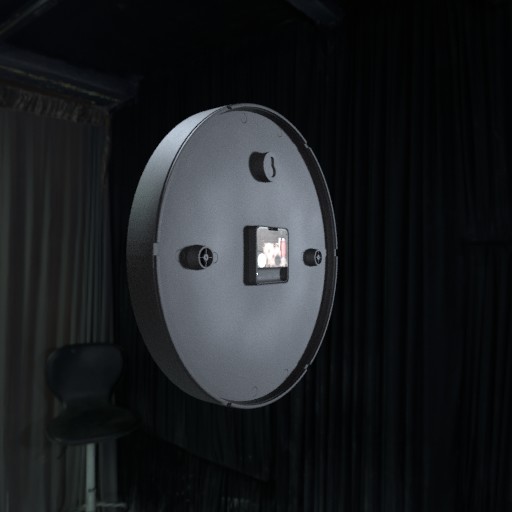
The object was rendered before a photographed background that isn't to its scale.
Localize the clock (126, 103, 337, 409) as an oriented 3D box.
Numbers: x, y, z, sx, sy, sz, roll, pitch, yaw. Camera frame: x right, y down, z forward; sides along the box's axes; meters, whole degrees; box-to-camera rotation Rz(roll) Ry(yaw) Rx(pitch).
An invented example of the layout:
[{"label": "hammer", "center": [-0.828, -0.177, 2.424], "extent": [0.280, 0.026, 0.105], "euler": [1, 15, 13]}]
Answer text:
[{"label": "clock", "center": [0.000, 0.000, 0.449], "extent": [0.040, 0.293, 0.293], "euler": [0, 0, 37]}]
